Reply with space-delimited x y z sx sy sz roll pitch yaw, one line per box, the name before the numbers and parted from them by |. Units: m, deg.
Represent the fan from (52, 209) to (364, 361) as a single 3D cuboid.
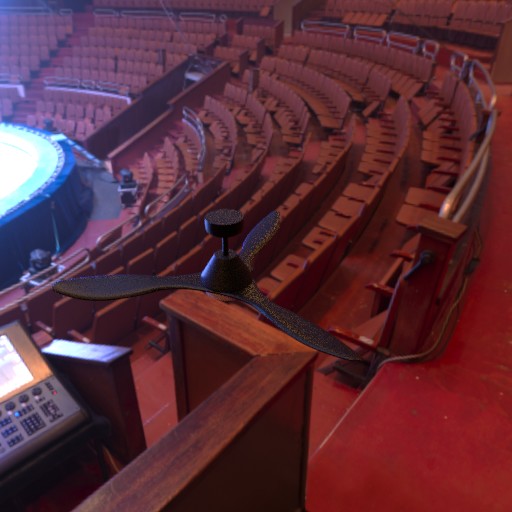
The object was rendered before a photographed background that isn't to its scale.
fan | 0.000 0.000 1.642 1.067 0.305 1.067 21 35 33
